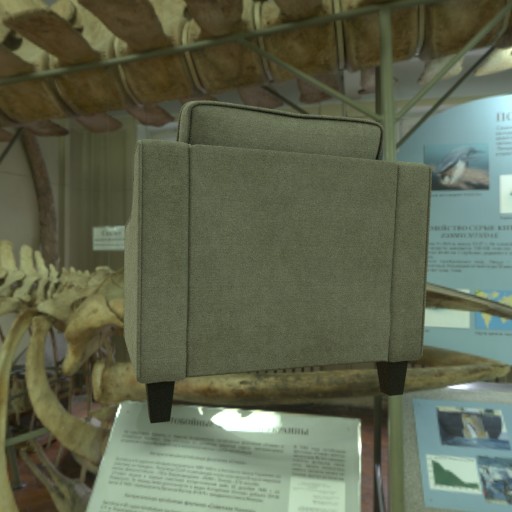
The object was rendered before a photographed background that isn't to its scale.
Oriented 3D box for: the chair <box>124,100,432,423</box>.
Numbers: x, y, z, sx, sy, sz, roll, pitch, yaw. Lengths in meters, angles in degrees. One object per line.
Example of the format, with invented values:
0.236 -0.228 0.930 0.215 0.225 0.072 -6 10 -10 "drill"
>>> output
0.000 0.000 1.673 0.926 0.944 0.840 0 -1 -19 "chair"
